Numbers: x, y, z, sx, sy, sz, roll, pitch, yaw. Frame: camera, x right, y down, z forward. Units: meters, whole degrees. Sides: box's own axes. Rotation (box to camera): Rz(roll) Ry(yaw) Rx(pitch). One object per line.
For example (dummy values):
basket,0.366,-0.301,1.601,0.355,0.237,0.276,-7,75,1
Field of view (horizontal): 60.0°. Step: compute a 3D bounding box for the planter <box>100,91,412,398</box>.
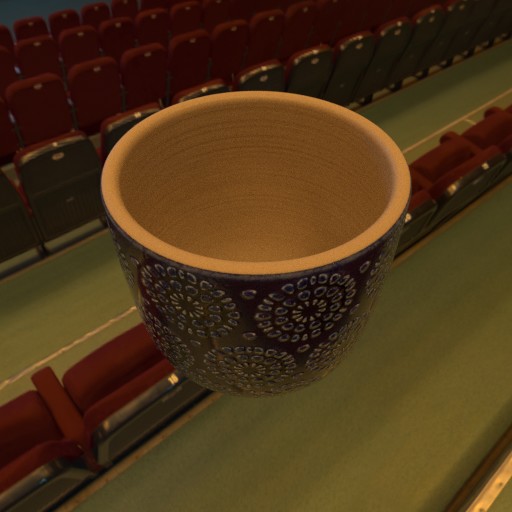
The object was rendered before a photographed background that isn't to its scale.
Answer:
planter,0.000,0.000,0.291,0.165,0.149,0.165,0,46,0
